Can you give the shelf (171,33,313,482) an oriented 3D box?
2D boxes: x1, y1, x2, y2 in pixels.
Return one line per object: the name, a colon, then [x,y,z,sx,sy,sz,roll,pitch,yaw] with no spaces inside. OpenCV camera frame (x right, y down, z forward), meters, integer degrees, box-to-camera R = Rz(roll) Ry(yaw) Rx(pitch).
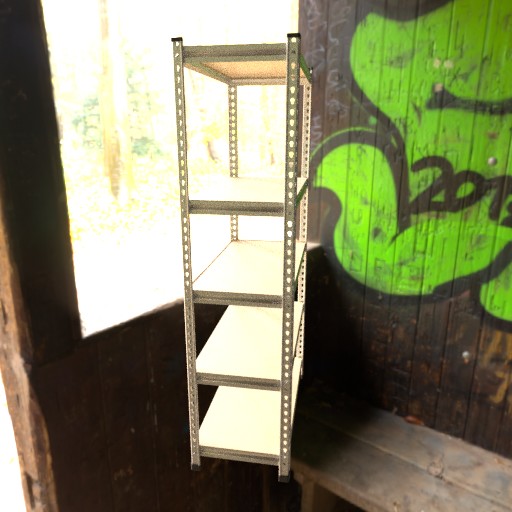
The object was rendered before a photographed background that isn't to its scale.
shelf: [0.000,0.000,2.199,0.457,1.829,0.914,3,16,9]
